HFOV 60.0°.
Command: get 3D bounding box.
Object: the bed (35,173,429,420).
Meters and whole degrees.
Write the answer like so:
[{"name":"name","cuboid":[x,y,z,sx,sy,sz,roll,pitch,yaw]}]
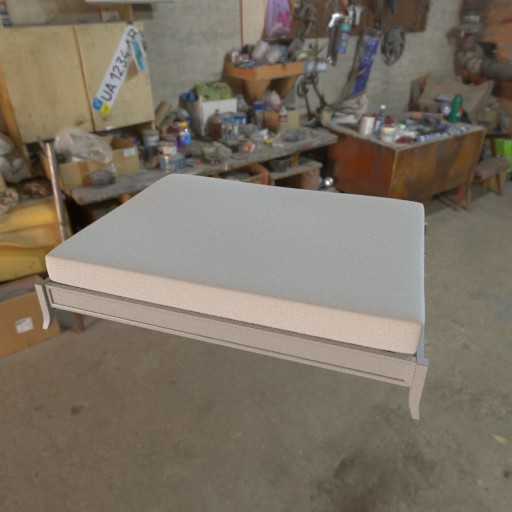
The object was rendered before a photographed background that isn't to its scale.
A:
[{"name":"bed","cuboid":[0.000,0.000,2.856,2.108,0.510,1.604,9,30,16]}]
